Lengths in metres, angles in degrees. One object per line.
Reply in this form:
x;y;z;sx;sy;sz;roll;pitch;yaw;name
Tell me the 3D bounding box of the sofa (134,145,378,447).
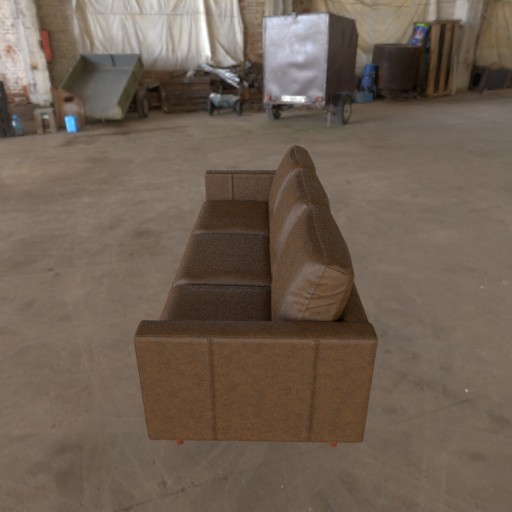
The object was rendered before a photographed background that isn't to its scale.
0.000;0.000;2.662;0.903;0.930;2.231;0;26;1;sofa
